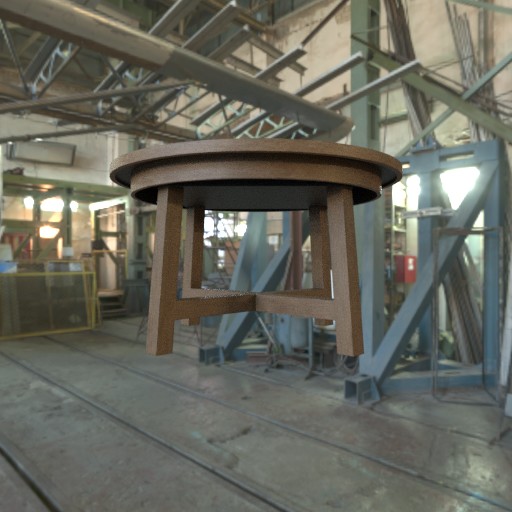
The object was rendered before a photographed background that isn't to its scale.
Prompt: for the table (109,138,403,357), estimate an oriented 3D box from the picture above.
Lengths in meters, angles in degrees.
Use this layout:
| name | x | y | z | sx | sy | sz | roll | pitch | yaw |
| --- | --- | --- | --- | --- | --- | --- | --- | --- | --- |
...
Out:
| name | x | y | z | sx | sy | sz | roll | pitch | yaw |
| --- | --- | --- | --- | --- | --- | --- | --- | --- | --- |
| table | 0.000 | 0.000 | 2.099 | 1.319 | 0.762 | 1.319 | 0 | 0 | 0 |
